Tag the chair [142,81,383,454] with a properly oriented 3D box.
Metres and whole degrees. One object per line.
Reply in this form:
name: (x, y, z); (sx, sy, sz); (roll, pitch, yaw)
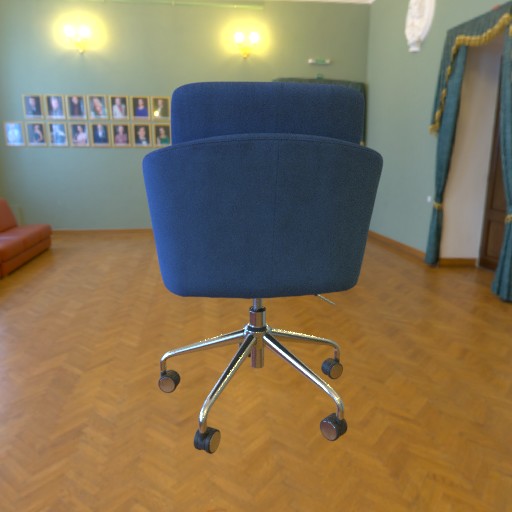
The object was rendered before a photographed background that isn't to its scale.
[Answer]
chair: (0.000, 0.000, 1.342); (0.641, 0.908, 0.635); (-2, 13, -9)
